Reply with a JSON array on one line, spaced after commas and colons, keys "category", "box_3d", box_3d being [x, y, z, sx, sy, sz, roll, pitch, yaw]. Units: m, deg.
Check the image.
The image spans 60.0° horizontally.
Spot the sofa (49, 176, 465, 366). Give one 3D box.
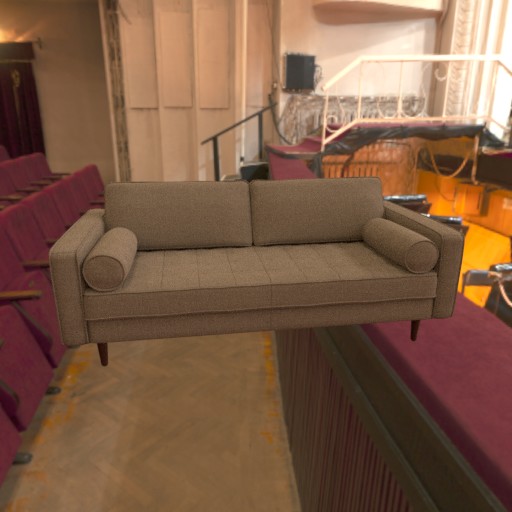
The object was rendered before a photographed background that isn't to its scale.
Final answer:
[{"category": "sofa", "box_3d": [0.000, 0.000, 2.398, 1.879, 0.762, 0.914, -3, 18, -9]}]
